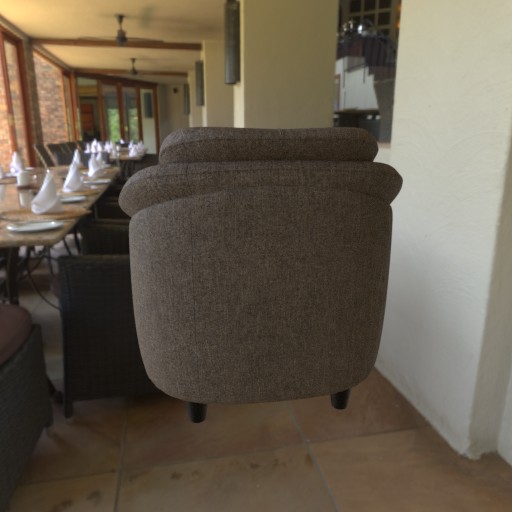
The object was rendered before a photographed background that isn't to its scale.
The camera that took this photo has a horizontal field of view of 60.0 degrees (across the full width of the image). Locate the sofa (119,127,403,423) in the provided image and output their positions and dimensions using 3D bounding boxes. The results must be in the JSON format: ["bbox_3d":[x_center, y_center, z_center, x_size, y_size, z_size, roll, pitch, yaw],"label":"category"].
[{"bbox_3d":[0.000,0.000,1.477,0.870,0.811,0.794,-2,15,-8],"label":"sofa"}]
